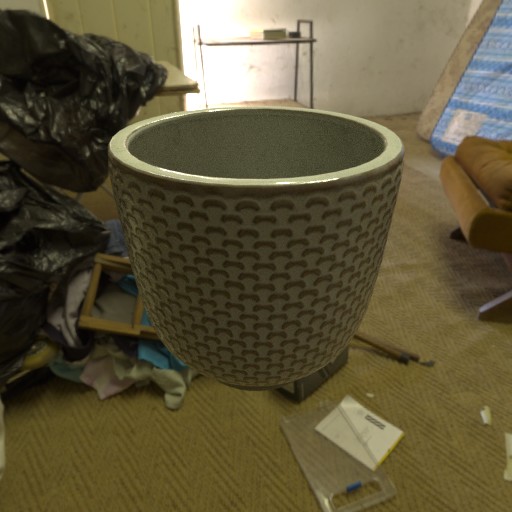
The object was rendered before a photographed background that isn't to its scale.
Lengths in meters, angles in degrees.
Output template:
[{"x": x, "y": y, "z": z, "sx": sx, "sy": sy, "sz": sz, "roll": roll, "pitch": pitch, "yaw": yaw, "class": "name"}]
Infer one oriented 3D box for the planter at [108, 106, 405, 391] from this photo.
[{"x": 0.000, "y": 0.000, "z": 0.348, "sx": 0.197, "sy": 0.191, "sz": 0.197, "roll": 0, "pitch": 30, "yaw": 0, "class": "planter"}]
